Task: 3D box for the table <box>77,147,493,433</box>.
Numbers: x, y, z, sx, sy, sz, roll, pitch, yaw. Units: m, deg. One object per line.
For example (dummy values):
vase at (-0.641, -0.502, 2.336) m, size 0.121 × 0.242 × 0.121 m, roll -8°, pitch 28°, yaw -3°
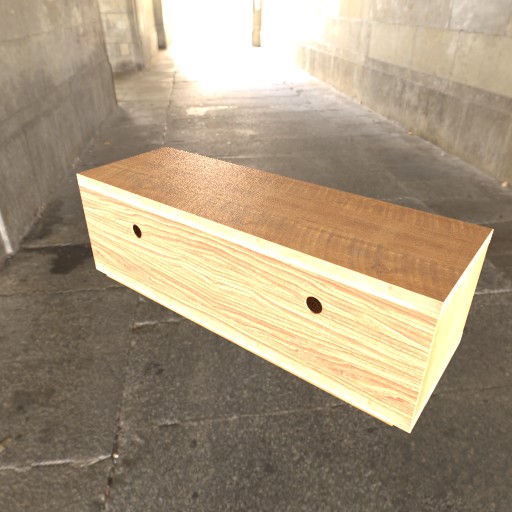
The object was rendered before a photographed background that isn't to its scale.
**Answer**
table at (0.000, 0.000, 1.738) m, size 1.499 × 0.491 × 0.499 m, roll 21°, pitch 36°, yaw 32°
